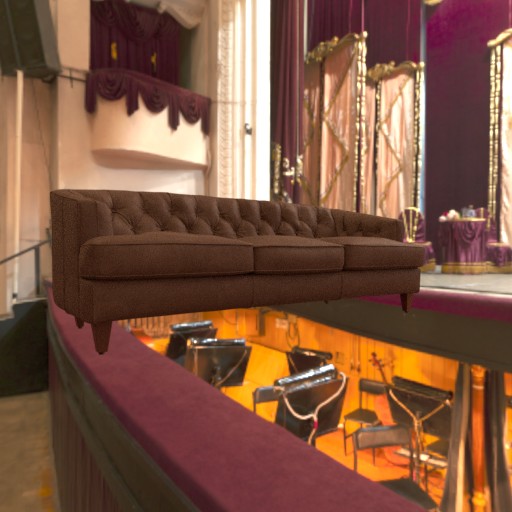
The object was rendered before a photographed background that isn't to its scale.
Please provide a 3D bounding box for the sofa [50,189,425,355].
[{"bbox_3d":[0.000,0.000,2.702,2.227,0.787,0.927,-1,1,-36],"label":"sofa"}]
